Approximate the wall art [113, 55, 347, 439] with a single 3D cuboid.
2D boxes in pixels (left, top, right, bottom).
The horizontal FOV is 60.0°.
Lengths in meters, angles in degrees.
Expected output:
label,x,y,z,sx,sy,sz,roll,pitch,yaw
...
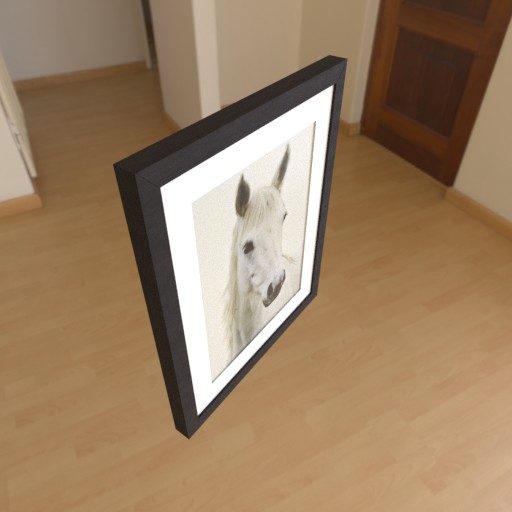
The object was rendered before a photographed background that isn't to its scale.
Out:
label,x,y,z,sx,sy,sz,roll,pitch,yaw
wall art,0.000,0.000,0.773,0.034,0.552,0.455,26,47,27
